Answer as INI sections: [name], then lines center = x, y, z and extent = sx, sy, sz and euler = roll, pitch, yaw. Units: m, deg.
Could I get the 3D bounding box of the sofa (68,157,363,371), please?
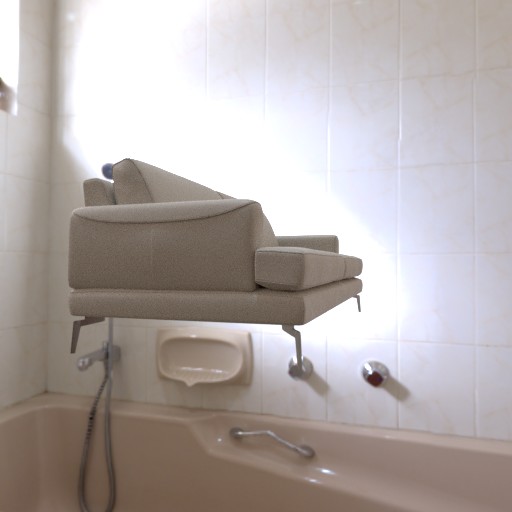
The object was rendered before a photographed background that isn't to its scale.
[sofa]
center = 0.000, 0.000, 2.422
extent = 0.974, 0.765, 1.940
euler = 0, -1, 19
